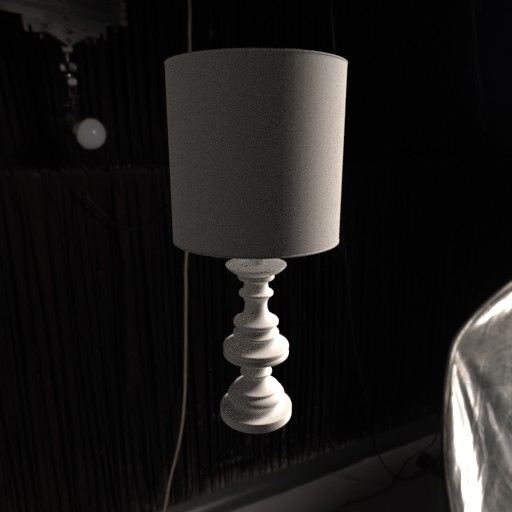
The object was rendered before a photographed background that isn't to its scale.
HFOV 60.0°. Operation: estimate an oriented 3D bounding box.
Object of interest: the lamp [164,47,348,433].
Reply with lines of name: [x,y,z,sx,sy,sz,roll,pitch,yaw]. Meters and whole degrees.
lamp: [0.000,0.000,0.571,0.208,0.455,0.208,-7,16,-26]
